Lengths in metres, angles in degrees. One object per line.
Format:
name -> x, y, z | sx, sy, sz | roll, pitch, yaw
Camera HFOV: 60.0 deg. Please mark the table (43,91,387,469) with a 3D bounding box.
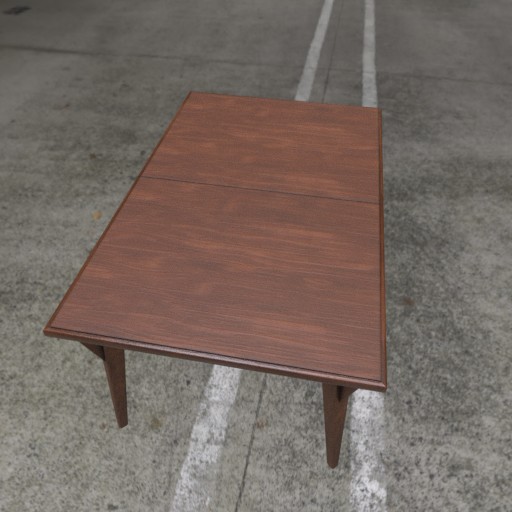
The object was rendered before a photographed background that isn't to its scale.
table -> 0.000, 0.000, 2.022 | 0.990, 0.761, 1.524 | 8, 47, 7
